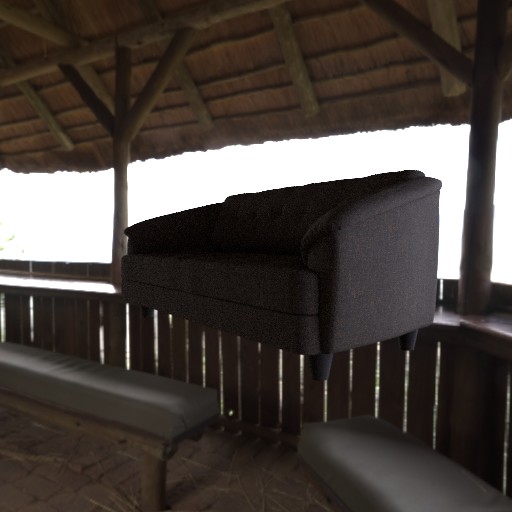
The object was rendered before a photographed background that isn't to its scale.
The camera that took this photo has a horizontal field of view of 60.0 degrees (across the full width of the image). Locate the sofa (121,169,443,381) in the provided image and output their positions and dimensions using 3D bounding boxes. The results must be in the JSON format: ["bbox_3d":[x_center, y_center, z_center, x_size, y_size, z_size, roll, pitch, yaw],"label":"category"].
[{"bbox_3d":[0.000,0.000,2.289,0.887,0.790,1.849,-2,3,-36],"label":"sofa"}]
